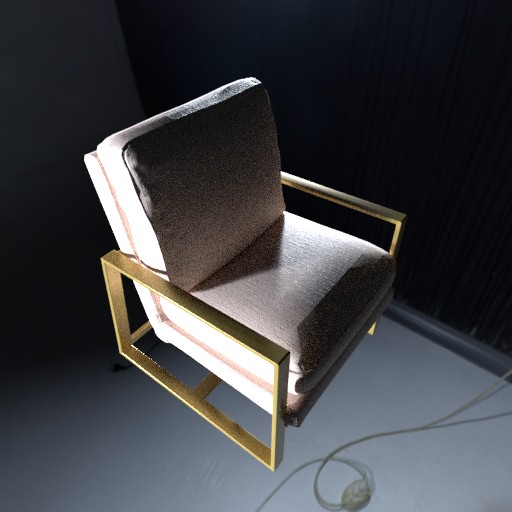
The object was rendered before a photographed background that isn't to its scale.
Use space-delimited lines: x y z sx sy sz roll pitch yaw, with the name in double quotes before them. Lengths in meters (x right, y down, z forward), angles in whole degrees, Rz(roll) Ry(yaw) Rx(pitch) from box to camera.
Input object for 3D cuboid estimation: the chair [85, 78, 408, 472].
"chair" 0.000 0.000 1.515 0.813 0.956 0.758 27 48 27
